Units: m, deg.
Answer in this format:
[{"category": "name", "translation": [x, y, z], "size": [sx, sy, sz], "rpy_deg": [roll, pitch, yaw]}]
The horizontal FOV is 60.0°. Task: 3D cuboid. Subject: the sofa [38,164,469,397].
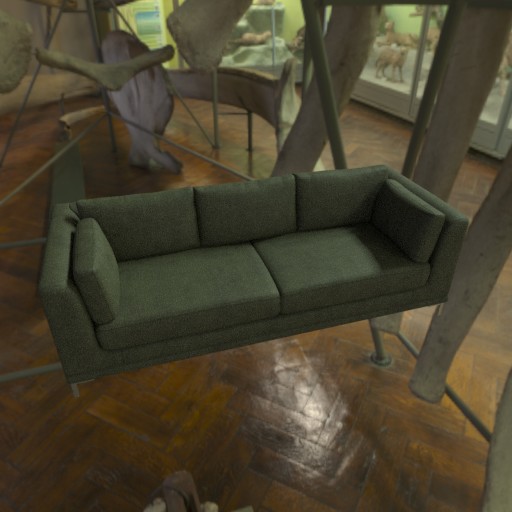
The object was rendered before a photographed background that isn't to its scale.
[{"category": "sofa", "translation": [0.000, 0.000, 2.891], "size": [2.415, 0.867, 0.969], "rpy_deg": [-9, 33, -15]}]
